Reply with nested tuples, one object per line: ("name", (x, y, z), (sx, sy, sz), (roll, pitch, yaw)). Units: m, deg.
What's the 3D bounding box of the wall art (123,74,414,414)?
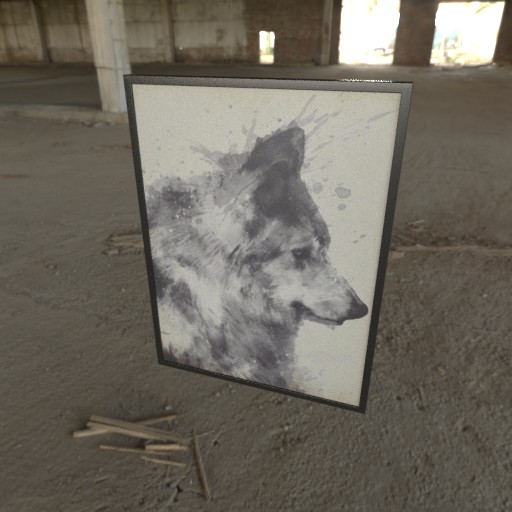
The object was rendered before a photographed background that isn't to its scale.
("wall art", (0.000, 0.000, 1.419), (0.804, 1.061, 0.039), (9, 27, 17))
